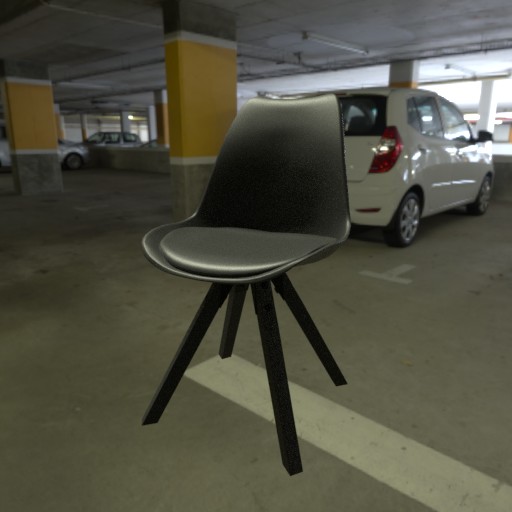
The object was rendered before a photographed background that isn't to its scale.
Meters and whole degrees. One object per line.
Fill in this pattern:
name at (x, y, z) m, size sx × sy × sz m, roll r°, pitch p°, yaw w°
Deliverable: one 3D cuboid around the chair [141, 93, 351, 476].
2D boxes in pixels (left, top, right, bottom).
chair at (0.000, 0.000, 1.181) m, size 0.485 × 0.850 × 0.550 m, roll 7°, pitch 16°, yaw 25°
